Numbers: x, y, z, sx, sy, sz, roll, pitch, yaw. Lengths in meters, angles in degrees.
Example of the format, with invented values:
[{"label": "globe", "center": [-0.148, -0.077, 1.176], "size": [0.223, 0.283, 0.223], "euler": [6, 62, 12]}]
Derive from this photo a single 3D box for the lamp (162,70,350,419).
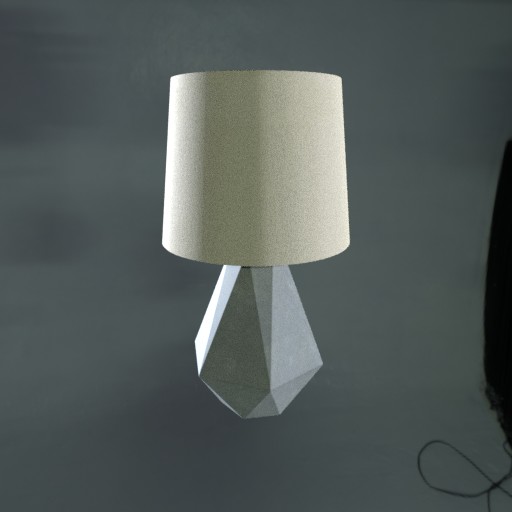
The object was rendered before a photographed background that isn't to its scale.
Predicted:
[{"label": "lamp", "center": [0.000, 0.000, 0.675], "size": [0.276, 0.501, 0.276], "euler": [0, 17, 0]}]
